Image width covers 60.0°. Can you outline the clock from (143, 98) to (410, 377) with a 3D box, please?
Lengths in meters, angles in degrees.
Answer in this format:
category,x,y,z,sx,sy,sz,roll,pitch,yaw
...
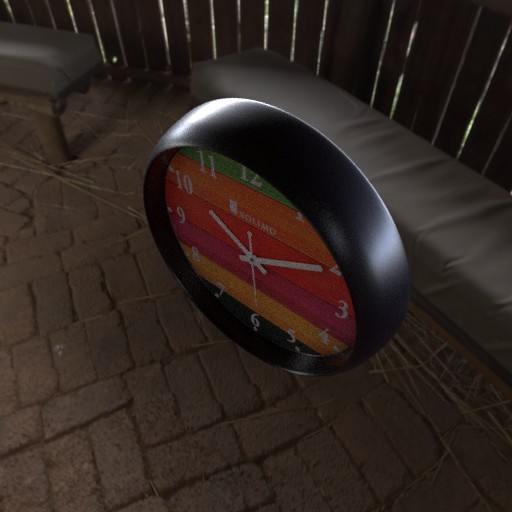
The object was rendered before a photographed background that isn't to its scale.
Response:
category,x,y,z,sx,sy,sz,roll,pitch,yaw
clock,0.000,0.000,0.444,0.300,0.300,0.060,31,54,26
